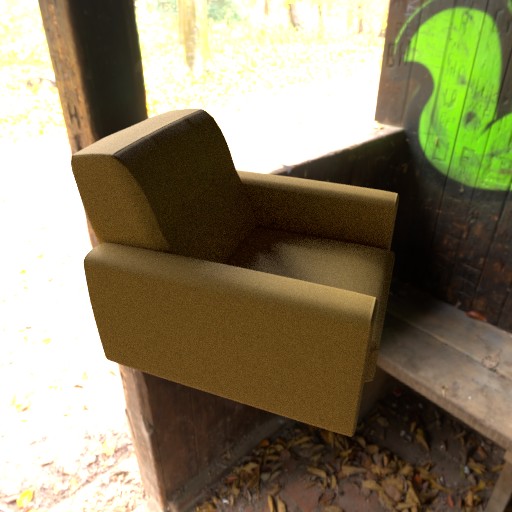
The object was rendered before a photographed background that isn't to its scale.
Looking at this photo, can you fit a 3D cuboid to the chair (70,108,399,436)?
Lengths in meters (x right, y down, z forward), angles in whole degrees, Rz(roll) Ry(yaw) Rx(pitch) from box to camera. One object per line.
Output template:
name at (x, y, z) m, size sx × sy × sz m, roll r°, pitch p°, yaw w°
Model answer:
chair at (0.000, 0.000, 1.535) m, size 0.909 × 0.841 × 0.831 m, roll 10°, pitch 33°, yaw 17°
